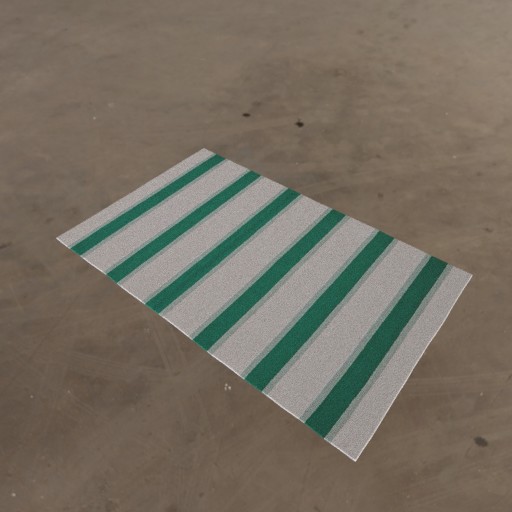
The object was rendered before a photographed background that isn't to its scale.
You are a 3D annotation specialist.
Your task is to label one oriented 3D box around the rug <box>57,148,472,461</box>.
[{"bbox_3d":[0.000,0.000,3.032,2.436,0.015,1.521,30,53,26],"label":"rug"}]
